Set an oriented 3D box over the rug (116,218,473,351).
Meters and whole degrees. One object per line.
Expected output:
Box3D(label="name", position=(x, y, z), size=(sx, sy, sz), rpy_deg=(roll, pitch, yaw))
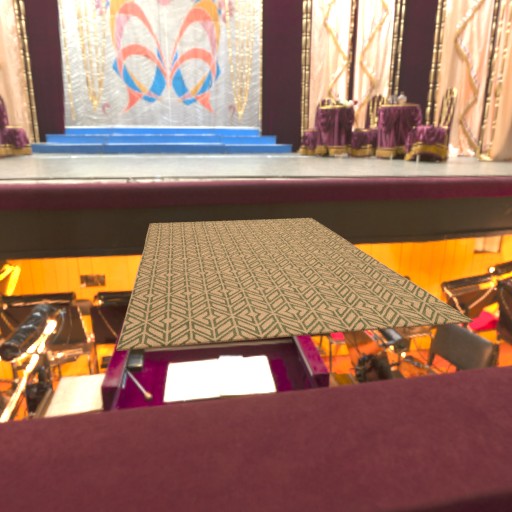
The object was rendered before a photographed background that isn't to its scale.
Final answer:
Box3D(label="rug", position=(0.000, 0.000, 2.974), size=(1.517, 0.011, 2.435), rpy_deg=(-3, 16, -10))
